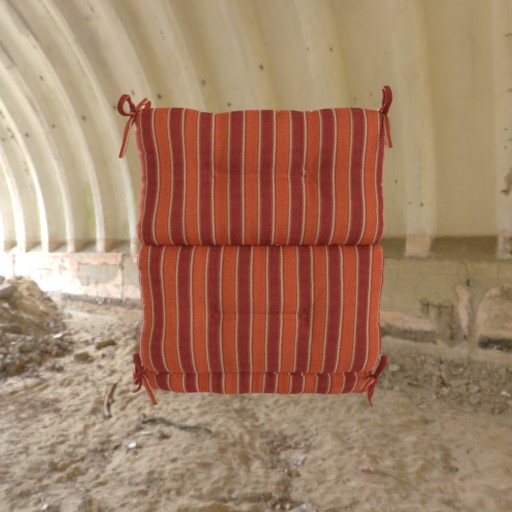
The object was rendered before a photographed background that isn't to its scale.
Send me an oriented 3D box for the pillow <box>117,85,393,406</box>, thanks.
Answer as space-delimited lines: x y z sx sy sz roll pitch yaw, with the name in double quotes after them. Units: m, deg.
0.000 0.000 1.044 0.519 0.605 0.571 0 1 0 "pillow"
